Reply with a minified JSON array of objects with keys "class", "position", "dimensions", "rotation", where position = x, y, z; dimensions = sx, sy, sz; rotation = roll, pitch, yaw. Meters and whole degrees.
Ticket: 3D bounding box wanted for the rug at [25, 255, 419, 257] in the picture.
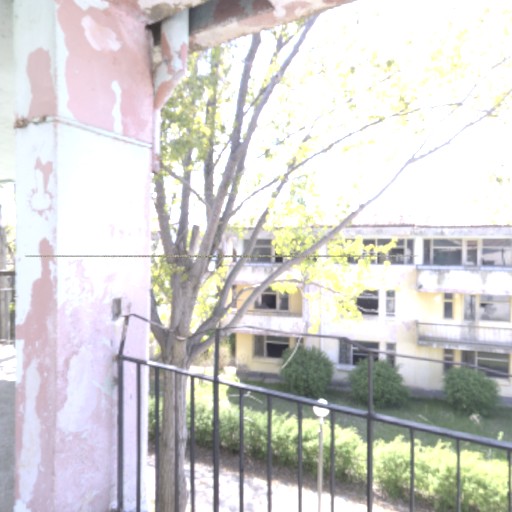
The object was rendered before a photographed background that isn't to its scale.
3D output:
[{"class":"rug","position":[0.000,0.000,2.239],"dimensions":[1.143,0.006,1.747],"rotation":[0,0,35]}]
